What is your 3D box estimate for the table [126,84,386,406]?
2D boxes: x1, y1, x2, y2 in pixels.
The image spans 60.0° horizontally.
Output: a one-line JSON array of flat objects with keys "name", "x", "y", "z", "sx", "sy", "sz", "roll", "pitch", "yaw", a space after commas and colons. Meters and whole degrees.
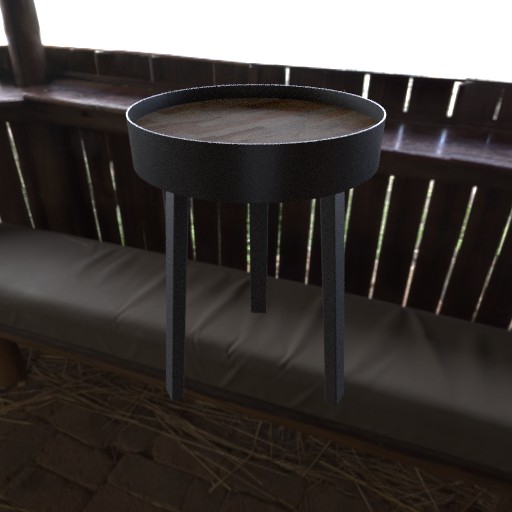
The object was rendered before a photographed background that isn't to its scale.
[{"name": "table", "x": 0.000, "y": 0.000, "z": 0.858, "sx": 0.406, "sy": 0.559, "sz": 0.406, "roll": 0, "pitch": 31, "yaw": 0}]
